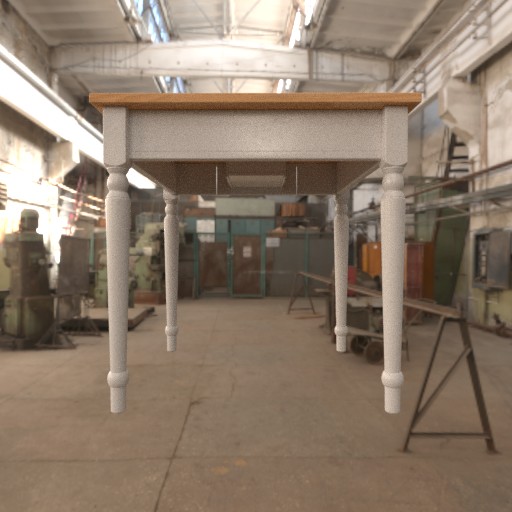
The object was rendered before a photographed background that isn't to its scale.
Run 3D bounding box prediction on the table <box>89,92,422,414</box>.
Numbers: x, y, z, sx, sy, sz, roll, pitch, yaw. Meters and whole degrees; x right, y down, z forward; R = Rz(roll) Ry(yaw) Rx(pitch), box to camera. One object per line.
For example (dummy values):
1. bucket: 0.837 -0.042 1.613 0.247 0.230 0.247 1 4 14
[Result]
1. table: 0.000 0.000 1.370 0.747 0.738 0.747 0 0 0
